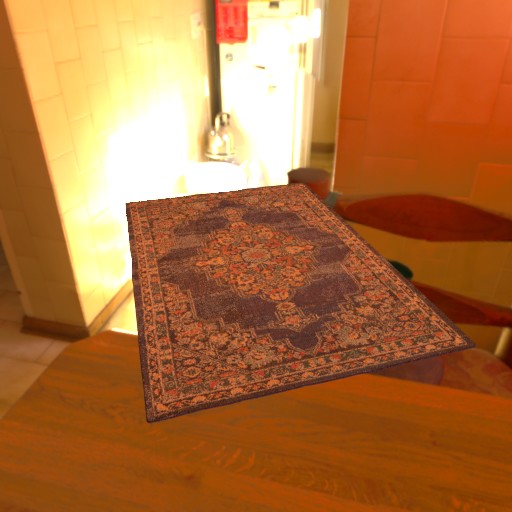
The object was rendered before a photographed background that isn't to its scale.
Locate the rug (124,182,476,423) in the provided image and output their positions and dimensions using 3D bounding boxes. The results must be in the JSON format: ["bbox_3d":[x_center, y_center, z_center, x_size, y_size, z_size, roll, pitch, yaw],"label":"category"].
[{"bbox_3d":[0.000,0.000,3.745,2.053,0.011,2.940,-9,32,-14],"label":"rug"}]
